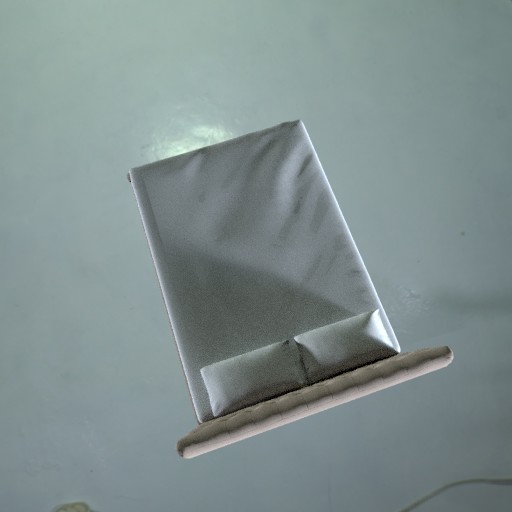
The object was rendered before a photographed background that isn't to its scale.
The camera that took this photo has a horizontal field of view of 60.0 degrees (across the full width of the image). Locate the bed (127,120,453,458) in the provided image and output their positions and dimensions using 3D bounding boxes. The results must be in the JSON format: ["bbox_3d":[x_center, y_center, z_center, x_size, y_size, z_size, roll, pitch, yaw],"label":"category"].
[{"bbox_3d":[0.000,0.000,3.500,1.698,1.427,2.387,-18,74,-5],"label":"bed"}]
